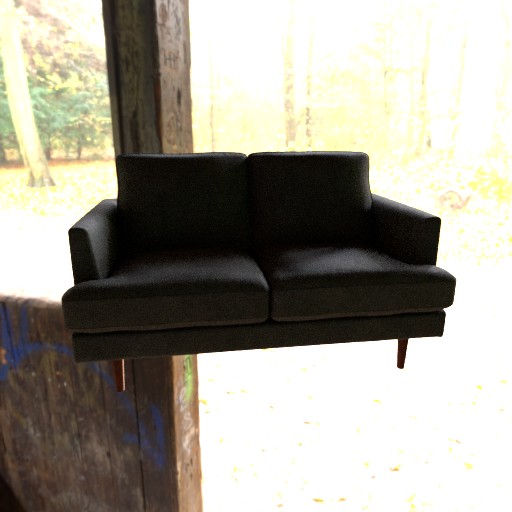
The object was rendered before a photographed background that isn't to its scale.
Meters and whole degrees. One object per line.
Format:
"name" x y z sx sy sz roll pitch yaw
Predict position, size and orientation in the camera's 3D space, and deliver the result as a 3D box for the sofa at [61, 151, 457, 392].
"sofa" 0.000 0.000 2.132 1.582 0.956 0.903 -2 16 -8
